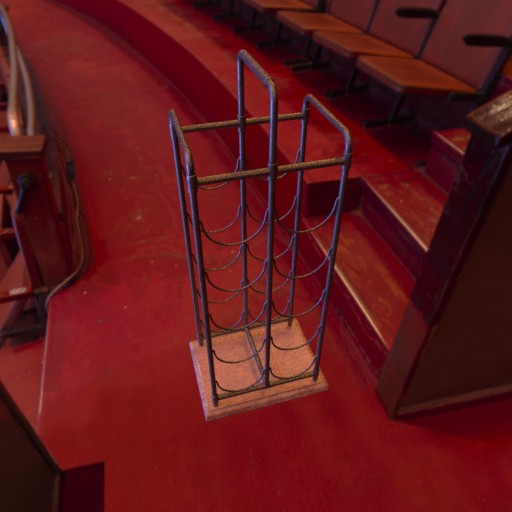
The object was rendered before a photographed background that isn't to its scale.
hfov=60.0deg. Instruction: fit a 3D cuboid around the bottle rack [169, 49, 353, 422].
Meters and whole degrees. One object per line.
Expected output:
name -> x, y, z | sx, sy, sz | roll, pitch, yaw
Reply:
bottle rack -> 0.000, 0.000, 0.815 | 0.276, 0.680, 0.208 | -11, 41, -12
